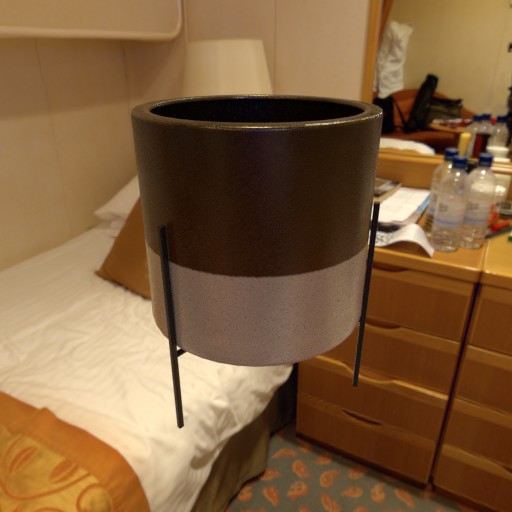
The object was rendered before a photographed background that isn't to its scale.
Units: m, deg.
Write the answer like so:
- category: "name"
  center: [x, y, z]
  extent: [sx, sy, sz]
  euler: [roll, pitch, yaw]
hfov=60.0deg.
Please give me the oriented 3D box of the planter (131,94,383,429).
- category: "planter"
  center: [0.000, 0.000, 0.719]
  extent: [0.345, 0.465, 0.354]
  euler: [-8, 26, -16]
